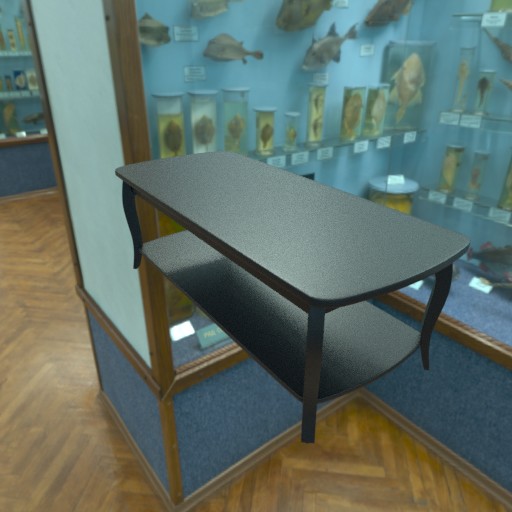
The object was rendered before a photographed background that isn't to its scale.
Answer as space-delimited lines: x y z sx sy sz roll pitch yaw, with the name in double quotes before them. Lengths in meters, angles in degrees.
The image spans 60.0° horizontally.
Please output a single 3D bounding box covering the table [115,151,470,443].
"table" 0.000 0.000 1.613 0.571 0.457 1.333 -17 31 -31
